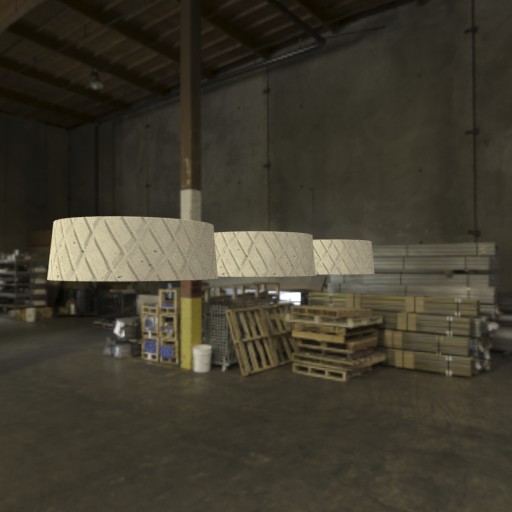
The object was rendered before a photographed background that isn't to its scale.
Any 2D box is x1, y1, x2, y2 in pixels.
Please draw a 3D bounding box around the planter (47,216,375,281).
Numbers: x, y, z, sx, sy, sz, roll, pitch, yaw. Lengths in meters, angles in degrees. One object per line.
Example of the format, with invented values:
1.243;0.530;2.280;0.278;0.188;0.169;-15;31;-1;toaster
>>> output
0.000;0.000;0.421;0.114;0.038;0.390;-1;-2;37;planter
